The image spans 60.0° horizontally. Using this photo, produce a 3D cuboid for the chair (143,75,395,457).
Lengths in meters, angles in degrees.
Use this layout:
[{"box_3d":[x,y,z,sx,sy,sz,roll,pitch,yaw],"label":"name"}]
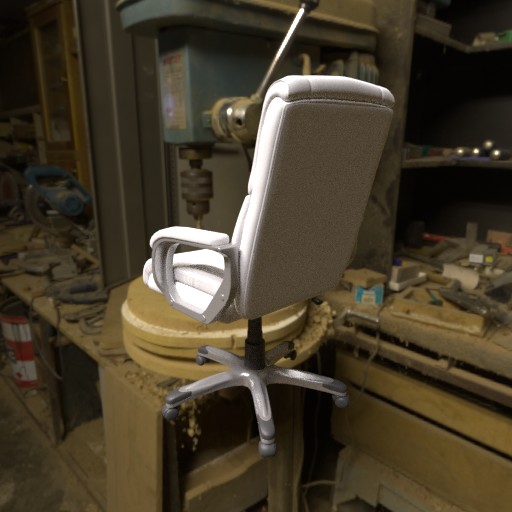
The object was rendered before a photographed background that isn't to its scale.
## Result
[{"box_3d":[0.000,0.000,1.561,0.687,1.120,0.738,-14,21,-41],"label":"chair"}]
